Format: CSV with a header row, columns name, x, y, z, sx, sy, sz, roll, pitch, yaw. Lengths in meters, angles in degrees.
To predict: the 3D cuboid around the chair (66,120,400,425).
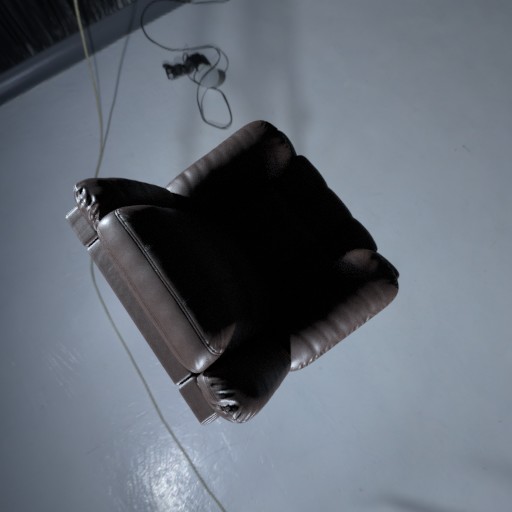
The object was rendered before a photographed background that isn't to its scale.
name,x,y,z,sx,sy,sz,roll,pitch,yaw
chair,0.000,0.000,1.736,0.934,1.009,0.899,-35,78,-8
